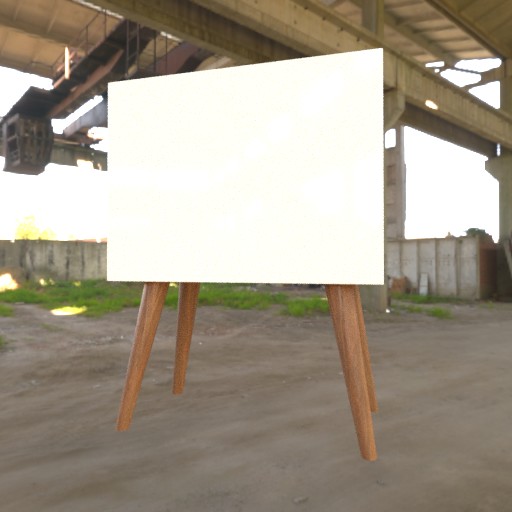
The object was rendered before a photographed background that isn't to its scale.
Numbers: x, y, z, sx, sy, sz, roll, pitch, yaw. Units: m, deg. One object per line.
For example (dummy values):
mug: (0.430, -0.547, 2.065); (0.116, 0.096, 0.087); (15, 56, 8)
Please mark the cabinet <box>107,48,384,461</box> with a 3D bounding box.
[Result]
cabinet: (0.000, 0.000, 1.069); (0.591, 0.772, 0.344); (0, -1, 16)
